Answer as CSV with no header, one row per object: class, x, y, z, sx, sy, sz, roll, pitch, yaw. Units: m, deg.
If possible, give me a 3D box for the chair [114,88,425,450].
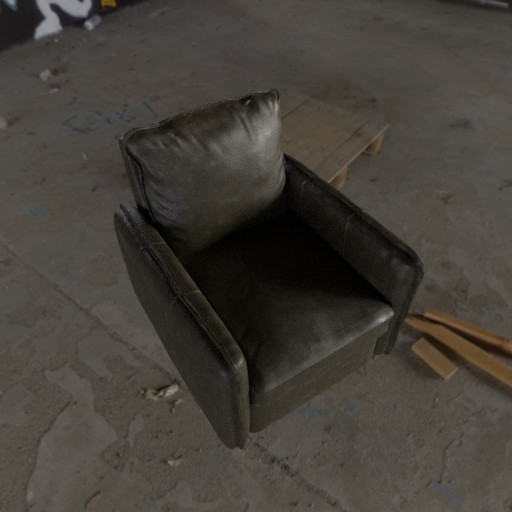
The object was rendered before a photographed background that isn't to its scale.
chair,0.000,0.000,1.644,0.830,0.921,0.921,-25,51,-22
